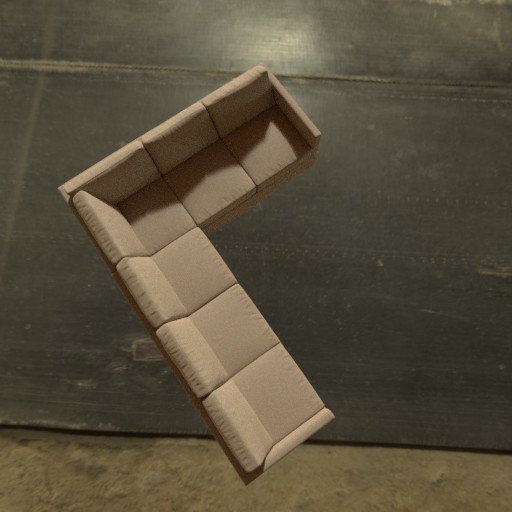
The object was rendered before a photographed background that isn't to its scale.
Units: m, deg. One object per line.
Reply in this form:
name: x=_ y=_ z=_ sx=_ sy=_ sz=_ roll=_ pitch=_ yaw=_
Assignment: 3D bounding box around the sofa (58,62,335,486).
sofa: x=0.000 y=0.000 z=4.310 sx=2.432 sy=0.871 sz=3.182 roll=-34 pitch=79 yaw=-8
